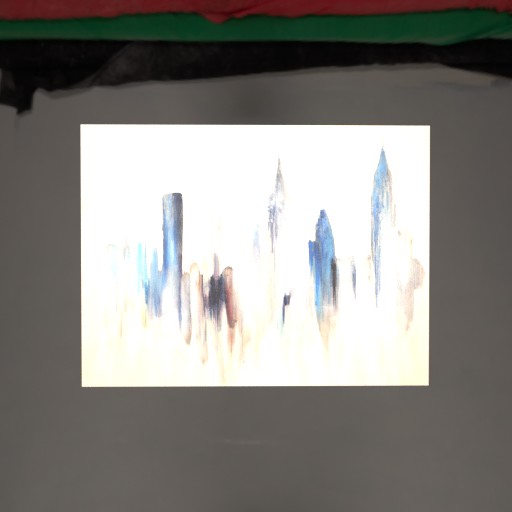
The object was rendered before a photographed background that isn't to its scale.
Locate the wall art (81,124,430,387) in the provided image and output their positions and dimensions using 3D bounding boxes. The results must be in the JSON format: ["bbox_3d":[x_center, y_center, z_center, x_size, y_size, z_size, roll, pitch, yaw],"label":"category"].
[{"bbox_3d":[0.000,0.000,1.313,1.016,0.762,0.038,0,1,-1],"label":"wall art"}]
